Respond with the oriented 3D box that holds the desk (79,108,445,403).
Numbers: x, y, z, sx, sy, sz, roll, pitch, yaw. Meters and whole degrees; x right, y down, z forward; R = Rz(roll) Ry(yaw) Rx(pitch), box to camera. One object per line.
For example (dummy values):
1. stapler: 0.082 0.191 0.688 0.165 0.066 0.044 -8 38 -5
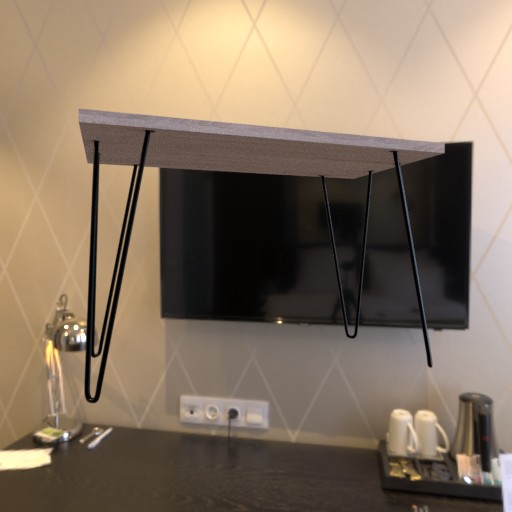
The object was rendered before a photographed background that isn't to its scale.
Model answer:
1. desk: 0.000 0.000 1.373 0.991 0.660 0.499 0 1 -19
